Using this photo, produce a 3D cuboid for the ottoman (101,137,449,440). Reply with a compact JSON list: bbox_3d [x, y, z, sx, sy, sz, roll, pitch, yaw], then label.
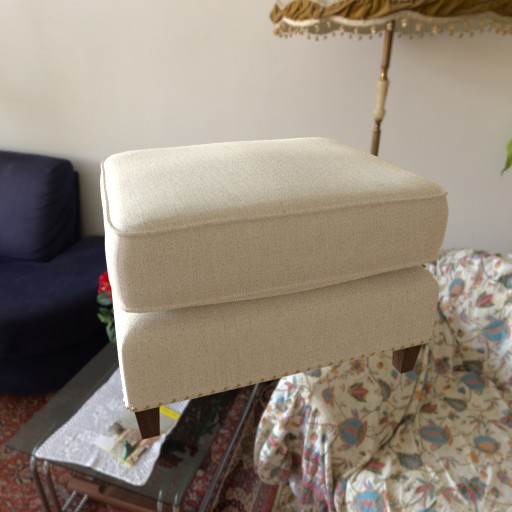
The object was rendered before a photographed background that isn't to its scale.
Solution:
[{"bbox_3d":[0.000,0.000,1.151,0.738,0.537,0.589,-9,28,-17],"label":"ottoman"}]
